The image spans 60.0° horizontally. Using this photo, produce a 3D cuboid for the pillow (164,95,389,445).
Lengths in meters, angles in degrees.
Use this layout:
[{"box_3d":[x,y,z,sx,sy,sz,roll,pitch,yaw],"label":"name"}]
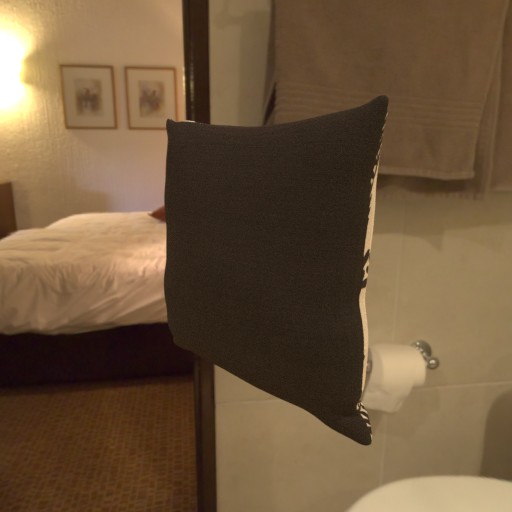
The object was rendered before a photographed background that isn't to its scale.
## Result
[{"box_3d":[0.000,0.000,0.687,0.440,0.441,0.182,13,19,43],"label":"pillow"}]
